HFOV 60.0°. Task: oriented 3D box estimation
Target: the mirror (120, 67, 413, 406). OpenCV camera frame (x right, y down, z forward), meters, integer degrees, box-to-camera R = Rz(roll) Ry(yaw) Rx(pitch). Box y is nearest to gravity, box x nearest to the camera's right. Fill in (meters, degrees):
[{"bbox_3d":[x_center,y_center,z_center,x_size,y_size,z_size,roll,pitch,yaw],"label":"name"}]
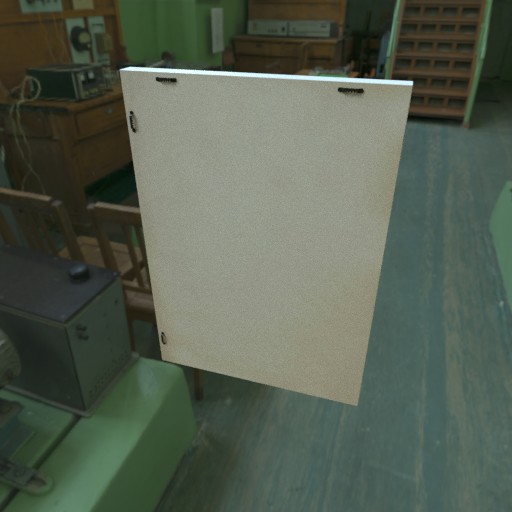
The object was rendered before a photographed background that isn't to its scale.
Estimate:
[{"bbox_3d":[0.000,0.000,0.930,0.507,0.710,0.040,9,32,15],"label":"mirror"}]
